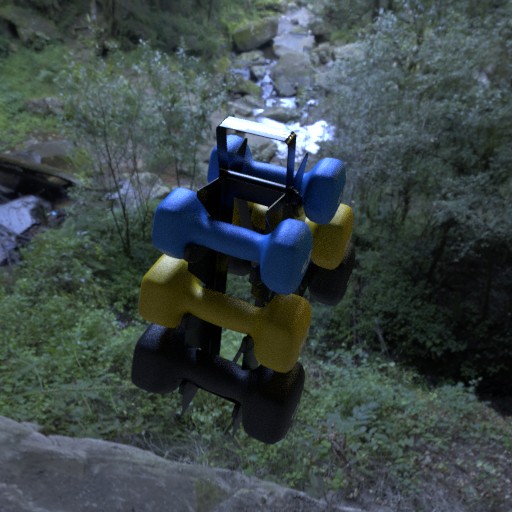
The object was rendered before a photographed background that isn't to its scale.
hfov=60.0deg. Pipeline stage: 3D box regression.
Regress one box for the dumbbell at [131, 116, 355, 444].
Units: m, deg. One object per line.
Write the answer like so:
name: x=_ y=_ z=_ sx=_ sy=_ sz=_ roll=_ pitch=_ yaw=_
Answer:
dumbbell: x=0.000 y=0.000 z=0.670 sx=0.255 sy=0.426 sz=0.409 roll=18 pitch=48 yaw=17
